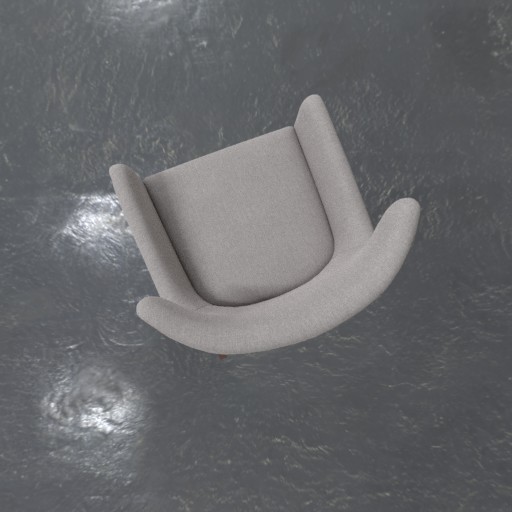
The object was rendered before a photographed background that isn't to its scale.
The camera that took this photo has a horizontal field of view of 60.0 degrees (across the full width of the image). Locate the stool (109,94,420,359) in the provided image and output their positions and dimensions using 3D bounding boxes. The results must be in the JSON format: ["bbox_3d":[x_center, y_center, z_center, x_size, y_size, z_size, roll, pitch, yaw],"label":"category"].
[{"bbox_3d":[0.000,0.000,1.297,0.575,0.951,0.575,-21,76,-5],"label":"stool"}]
